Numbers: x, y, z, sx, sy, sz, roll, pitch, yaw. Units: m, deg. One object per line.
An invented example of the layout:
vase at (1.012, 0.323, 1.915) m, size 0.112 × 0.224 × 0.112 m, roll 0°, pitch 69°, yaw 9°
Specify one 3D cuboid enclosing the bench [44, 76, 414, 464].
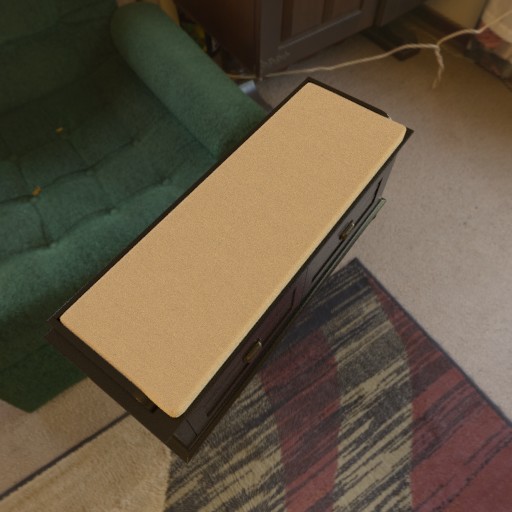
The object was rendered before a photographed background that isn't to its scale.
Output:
bench at (0.000, 0.000, 1.430) m, size 0.402 × 0.501 × 1.185 m, roll 33°, pitch 64°, yaw 18°
